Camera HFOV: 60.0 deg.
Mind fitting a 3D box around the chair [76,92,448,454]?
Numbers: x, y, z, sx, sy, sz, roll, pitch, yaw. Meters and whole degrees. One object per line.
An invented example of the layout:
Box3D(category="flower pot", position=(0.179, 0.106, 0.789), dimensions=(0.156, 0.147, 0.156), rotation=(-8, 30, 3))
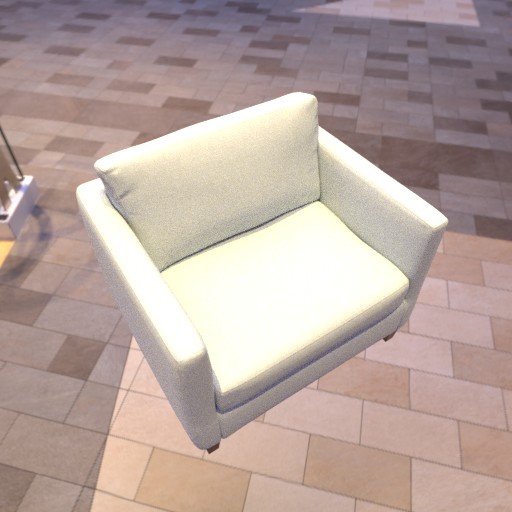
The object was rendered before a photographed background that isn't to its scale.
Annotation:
Box3D(category="chair", position=(0.000, 0.000, 1.831), dimensions=(1.107, 0.961, 0.953), rotation=(-25, 51, -22))
